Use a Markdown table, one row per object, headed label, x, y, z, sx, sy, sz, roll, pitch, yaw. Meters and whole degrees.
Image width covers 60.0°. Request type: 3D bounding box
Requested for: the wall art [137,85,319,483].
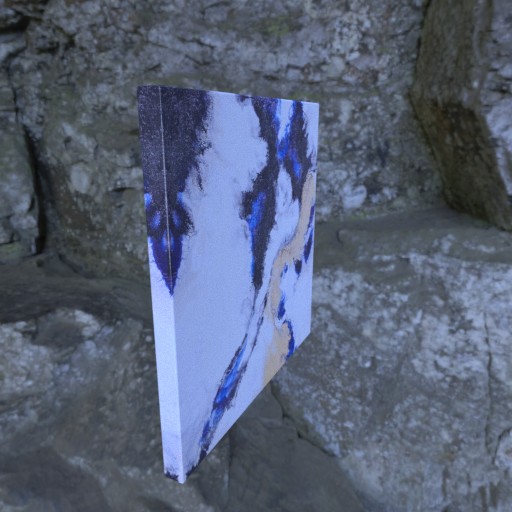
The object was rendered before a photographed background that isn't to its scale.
| label | x | y | z | sx | sy | sz | roll | pitch | yaw |
| --- | --- | --- | --- | --- | --- | --- | --- | --- | --- |
| wall art | 0.000 | 0.000 | 0.902 | 0.039 | 0.609 | 0.609 | 8 | 19 | 25 |
